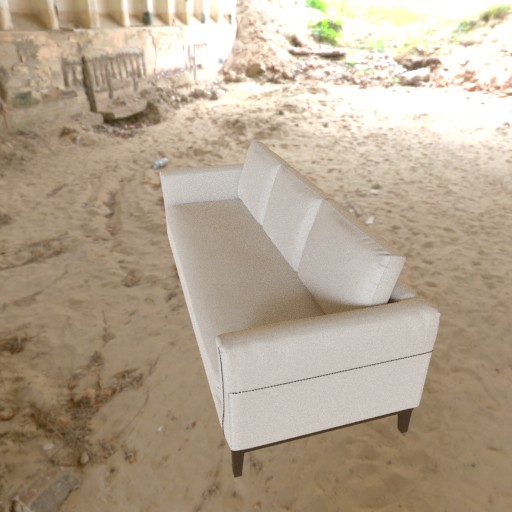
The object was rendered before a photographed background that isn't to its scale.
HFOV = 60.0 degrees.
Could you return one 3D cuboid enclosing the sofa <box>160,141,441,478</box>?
[{"bbox_3d":[0.000,0.000,2.655,0.902,0.911,2.198,-8,29,-14],"label":"sofa"}]
